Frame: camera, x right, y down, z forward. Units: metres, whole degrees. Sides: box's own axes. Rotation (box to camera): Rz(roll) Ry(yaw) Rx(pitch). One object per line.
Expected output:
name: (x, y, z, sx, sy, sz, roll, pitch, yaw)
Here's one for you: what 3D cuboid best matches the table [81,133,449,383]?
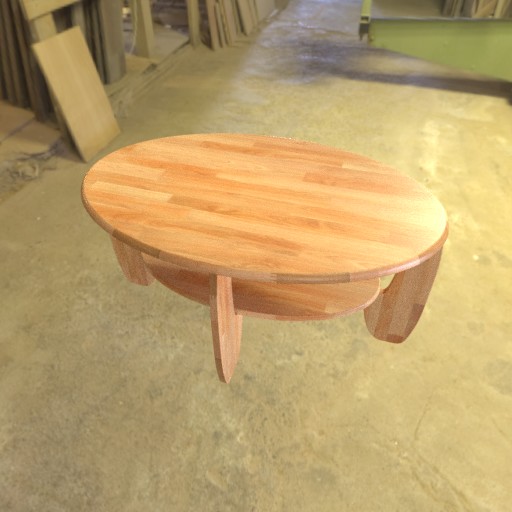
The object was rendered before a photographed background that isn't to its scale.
table: (0.000, 0.000, 1.383, 1.040, 0.490, 0.690, 11, 42, 13)
